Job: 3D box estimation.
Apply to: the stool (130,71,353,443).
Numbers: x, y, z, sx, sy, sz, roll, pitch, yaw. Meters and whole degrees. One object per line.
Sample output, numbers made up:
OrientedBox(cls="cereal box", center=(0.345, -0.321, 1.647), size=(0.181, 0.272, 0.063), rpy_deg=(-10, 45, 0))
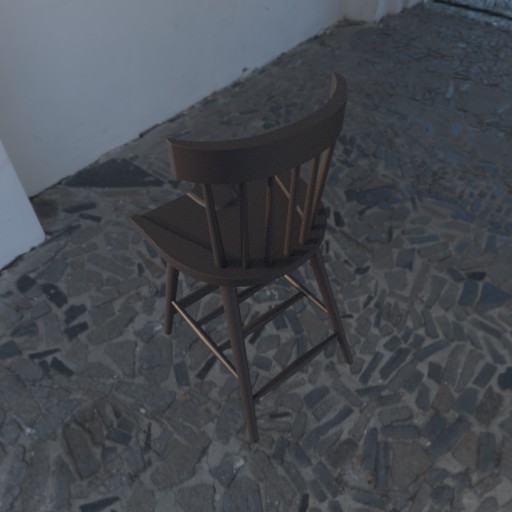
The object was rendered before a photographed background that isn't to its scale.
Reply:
OrientedBox(cls="stool", center=(0.000, 0.000, 1.279), size=(0.494, 0.953, 0.549), rpy_deg=(-31, 54, -26))
